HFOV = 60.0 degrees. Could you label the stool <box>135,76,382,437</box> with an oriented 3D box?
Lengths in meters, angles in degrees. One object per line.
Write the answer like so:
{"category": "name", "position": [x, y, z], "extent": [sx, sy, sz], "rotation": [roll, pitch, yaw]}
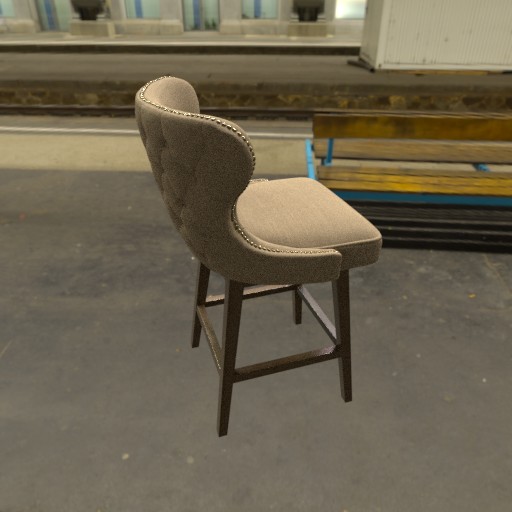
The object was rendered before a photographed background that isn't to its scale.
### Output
{"category": "stool", "position": [0.000, 0.000, 1.349], "extent": [0.597, 0.972, 0.615], "rotation": [-10, 32, -16]}
